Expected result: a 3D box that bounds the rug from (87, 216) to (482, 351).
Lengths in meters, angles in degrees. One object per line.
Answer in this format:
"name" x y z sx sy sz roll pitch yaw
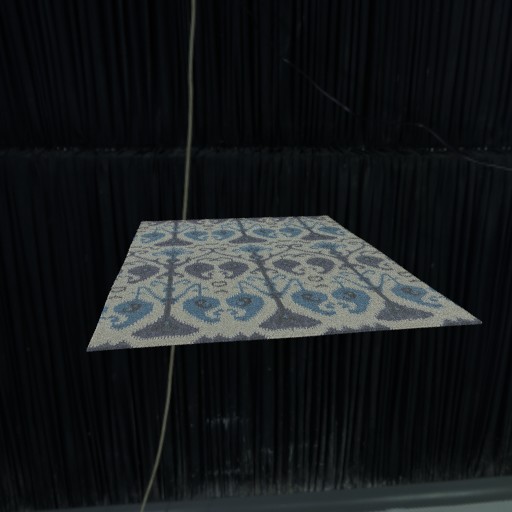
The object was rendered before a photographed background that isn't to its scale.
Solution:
"rug" 0.000 0.000 2.896 1.676 0.013 2.261 -3 17 -8
